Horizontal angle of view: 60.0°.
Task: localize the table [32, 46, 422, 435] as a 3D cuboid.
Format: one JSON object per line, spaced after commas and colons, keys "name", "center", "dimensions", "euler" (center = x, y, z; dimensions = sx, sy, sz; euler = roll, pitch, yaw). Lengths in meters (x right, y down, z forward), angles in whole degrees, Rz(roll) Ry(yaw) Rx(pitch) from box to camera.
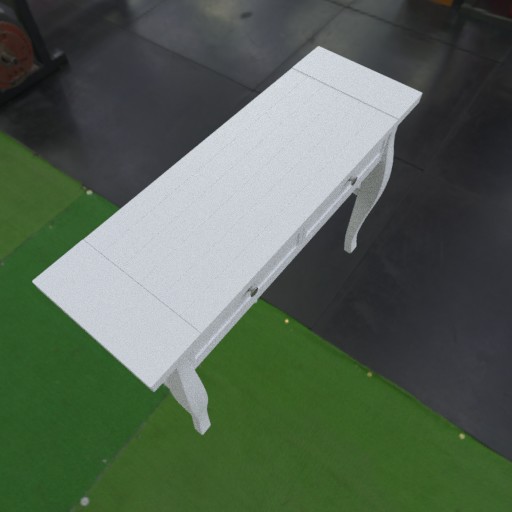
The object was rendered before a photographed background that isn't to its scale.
{"name": "table", "center": [0.000, 0.000, 1.417], "dimensions": [0.373, 0.768, 1.062], "euler": [34, 64, 19]}
